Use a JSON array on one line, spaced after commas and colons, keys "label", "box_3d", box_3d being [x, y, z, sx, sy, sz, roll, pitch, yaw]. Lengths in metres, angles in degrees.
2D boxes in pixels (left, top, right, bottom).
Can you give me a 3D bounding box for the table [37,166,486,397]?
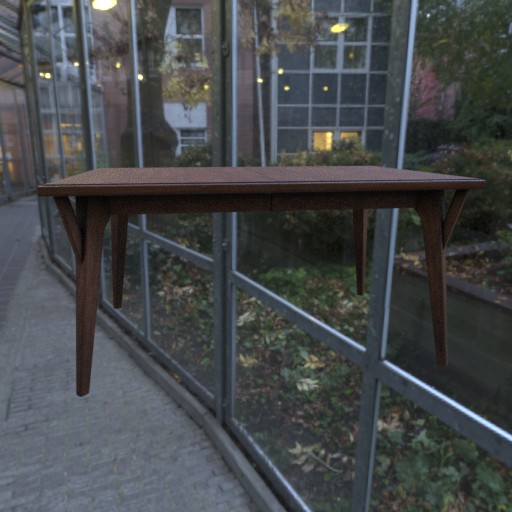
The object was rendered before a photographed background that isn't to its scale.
[{"label": "table", "box_3d": [0.000, 0.000, 2.049, 1.524, 0.761, 0.990, -2, 14, -9]}]
